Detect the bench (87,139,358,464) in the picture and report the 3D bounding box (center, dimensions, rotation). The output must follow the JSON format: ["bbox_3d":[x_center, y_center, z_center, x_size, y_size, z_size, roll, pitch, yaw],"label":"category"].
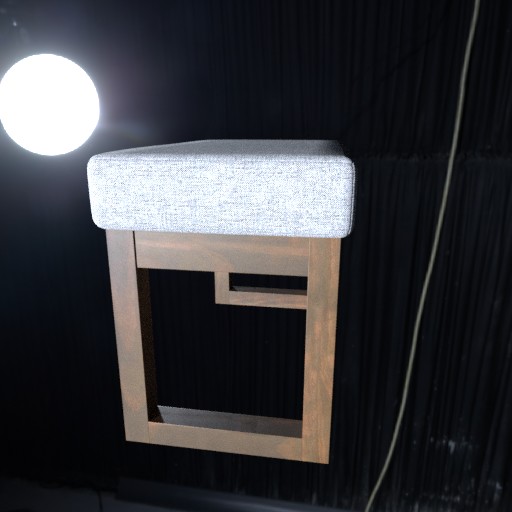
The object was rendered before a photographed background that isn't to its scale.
[{"bbox_3d":[0.000,0.000,0.948,0.366,0.467,0.681,3,17,9],"label":"bench"}]
